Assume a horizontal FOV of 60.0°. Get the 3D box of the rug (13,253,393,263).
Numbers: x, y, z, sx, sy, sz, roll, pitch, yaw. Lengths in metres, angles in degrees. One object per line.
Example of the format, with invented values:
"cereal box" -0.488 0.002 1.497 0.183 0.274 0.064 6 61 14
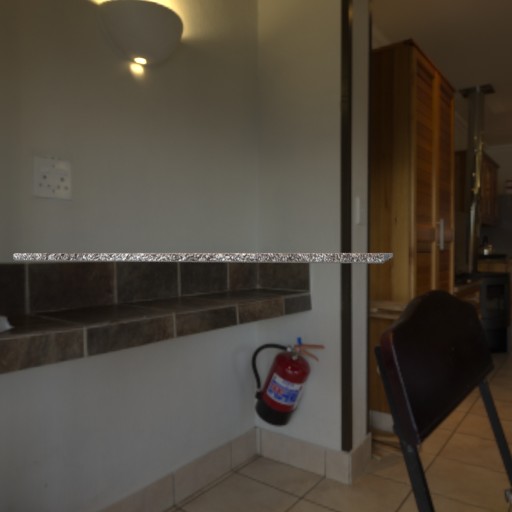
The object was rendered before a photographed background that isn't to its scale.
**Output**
"rug" 0.000 0.000 2.061 1.198 0.025 1.601 0 0 18
